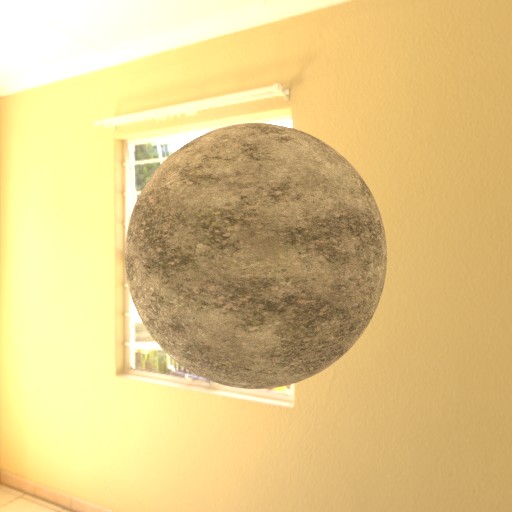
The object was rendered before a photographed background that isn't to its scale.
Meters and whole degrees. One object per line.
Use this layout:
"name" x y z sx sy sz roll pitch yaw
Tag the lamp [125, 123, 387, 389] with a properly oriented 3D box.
"lamp" 0.000 0.000 0.743 0.422 0.429 0.422 0 0 0
